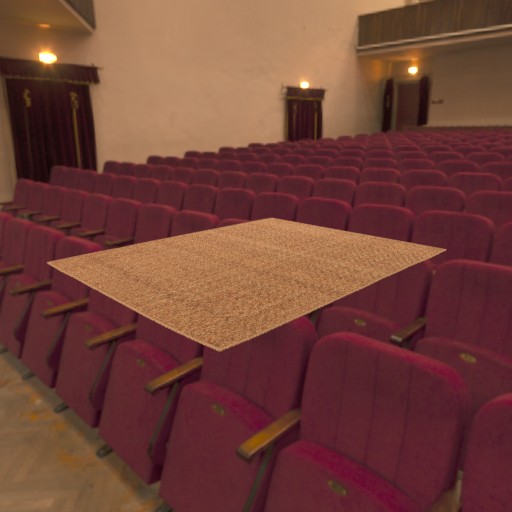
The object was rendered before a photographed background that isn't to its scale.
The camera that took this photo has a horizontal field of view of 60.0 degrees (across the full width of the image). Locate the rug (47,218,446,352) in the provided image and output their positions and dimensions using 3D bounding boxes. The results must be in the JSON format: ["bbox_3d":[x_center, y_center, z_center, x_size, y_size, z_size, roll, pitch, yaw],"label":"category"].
[{"bbox_3d":[0.000,0.000,4.239,2.439,0.013,3.048,15,22,43],"label":"rug"}]
